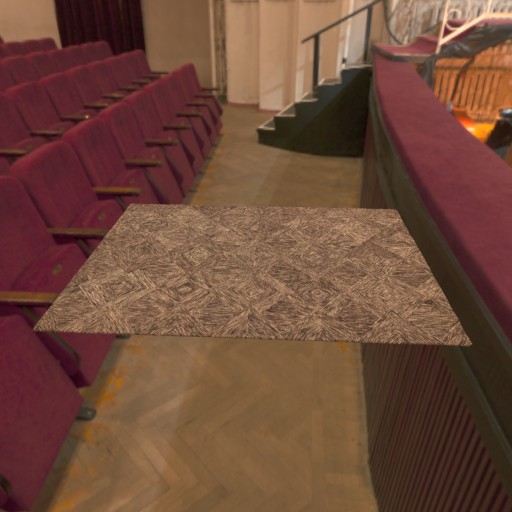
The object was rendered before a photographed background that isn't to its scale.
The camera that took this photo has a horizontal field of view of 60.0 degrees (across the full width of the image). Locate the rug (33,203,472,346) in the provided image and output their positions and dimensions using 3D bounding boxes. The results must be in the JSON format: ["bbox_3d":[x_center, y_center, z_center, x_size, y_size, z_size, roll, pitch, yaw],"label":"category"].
[{"bbox_3d":[0.000,0.000,4.268,3.204,0.017,2.448,2,29,3],"label":"rug"}]
